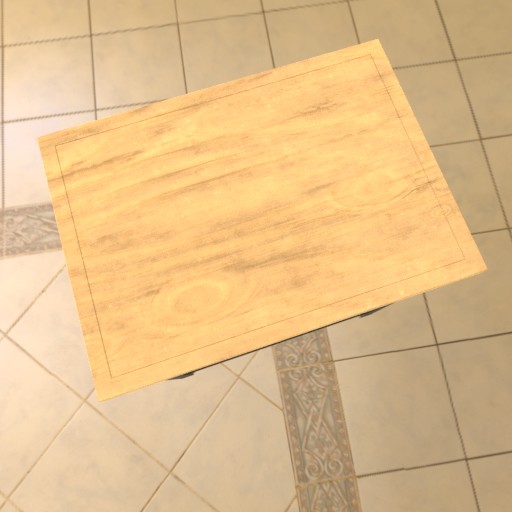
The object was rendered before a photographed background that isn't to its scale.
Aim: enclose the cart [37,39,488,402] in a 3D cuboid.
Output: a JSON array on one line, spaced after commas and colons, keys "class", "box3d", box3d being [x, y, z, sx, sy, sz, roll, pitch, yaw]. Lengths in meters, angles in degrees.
[{"class": "cart", "box3d": [0.000, 0.000, 1.355, 0.797, 0.920, 0.567, -18, 76, -5]}]
